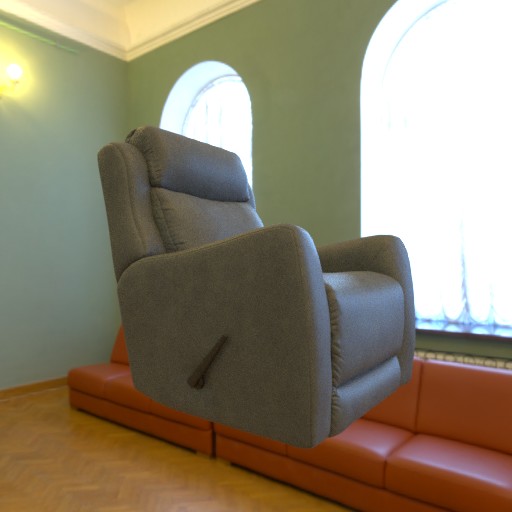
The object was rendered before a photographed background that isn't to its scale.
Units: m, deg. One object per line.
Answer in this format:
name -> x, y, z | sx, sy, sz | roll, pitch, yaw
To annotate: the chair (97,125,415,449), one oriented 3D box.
chair -> 0.000, 0.000, 1.864 | 1.068, 1.116, 0.967 | -1, -1, 37
